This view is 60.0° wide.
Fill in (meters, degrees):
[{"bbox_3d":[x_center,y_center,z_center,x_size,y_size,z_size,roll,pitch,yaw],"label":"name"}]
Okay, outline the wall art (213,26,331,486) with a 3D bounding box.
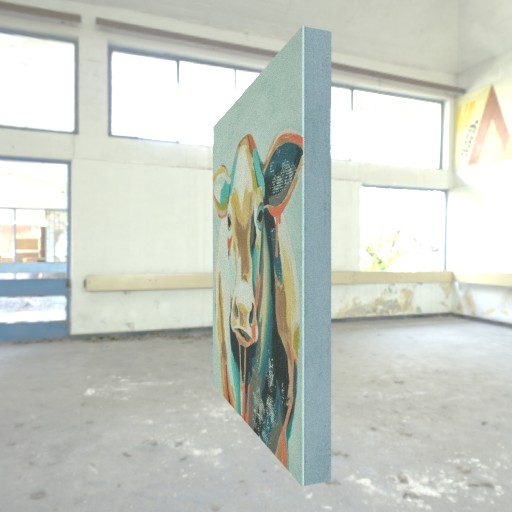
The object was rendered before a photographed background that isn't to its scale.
[{"bbox_3d":[0.000,0.000,0.688,0.037,0.509,0.409,0,0,-19],"label":"wall art"}]
